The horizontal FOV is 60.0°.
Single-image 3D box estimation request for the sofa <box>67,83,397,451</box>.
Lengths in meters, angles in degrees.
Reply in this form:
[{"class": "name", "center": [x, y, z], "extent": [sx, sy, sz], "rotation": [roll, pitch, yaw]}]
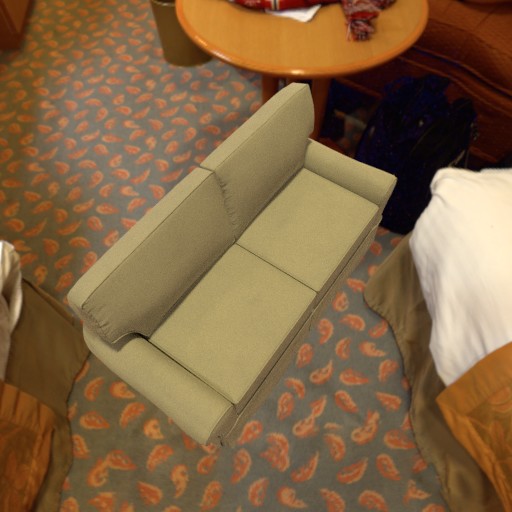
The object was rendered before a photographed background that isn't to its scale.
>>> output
[{"class": "sofa", "center": [0.000, 0.000, 2.394], "extent": [0.841, 1.024, 1.823], "rotation": [31, 62, 18]}]
